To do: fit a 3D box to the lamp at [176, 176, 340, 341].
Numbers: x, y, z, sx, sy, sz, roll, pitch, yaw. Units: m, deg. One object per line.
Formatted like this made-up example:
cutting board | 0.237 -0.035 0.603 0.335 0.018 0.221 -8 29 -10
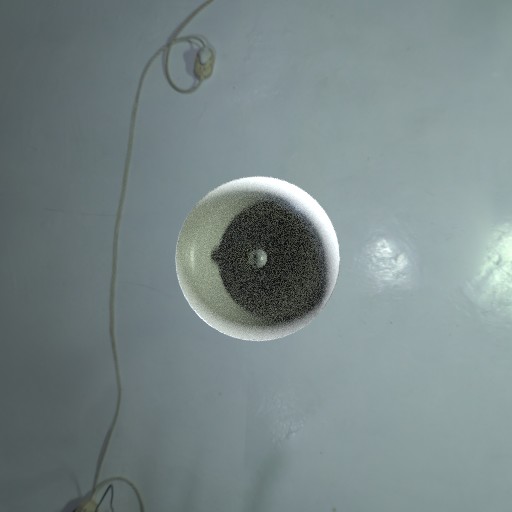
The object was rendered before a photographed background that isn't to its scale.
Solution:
lamp | 0.000 0.000 1.977 0.405 1.771 0.405 0 90 0
